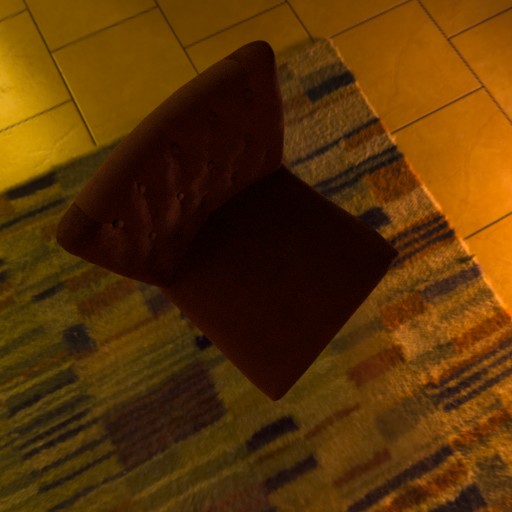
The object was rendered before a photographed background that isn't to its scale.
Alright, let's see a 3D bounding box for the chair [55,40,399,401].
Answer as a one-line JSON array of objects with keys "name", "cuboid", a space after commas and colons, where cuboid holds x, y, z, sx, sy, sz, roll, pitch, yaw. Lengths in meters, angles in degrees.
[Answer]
[{"name": "chair", "cuboid": [0.000, 0.000, 1.175, 0.605, 0.750, 0.582, 41, 79, 9]}]
